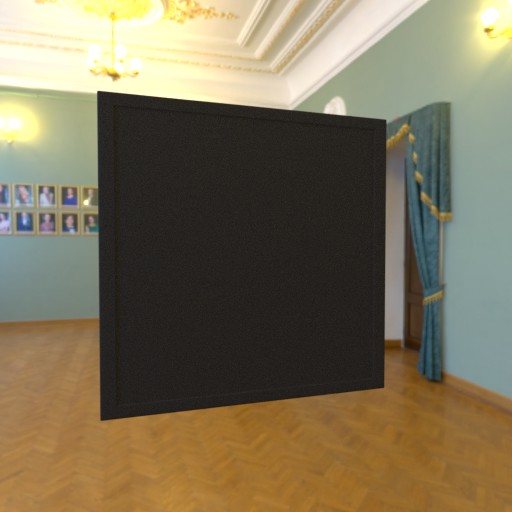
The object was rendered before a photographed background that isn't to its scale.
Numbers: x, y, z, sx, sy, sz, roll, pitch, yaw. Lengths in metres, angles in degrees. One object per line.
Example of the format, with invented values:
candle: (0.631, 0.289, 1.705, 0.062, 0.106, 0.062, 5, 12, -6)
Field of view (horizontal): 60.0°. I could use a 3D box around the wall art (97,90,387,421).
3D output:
wall art: (0.000, 0.000, 0.840, 0.562, 0.558, 0.012, -1, 2, -18)
